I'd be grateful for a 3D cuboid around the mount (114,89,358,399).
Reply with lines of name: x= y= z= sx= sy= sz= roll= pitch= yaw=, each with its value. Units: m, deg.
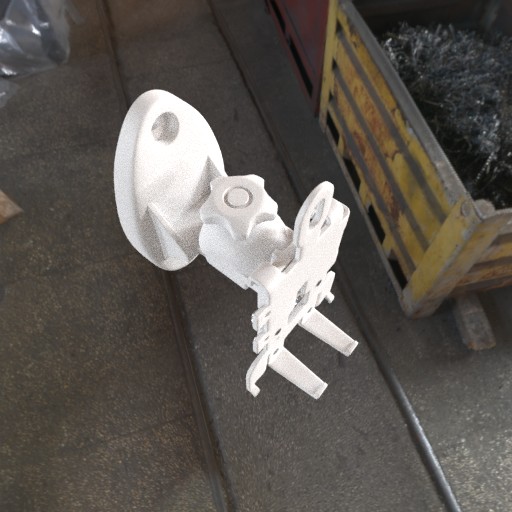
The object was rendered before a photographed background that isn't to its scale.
mount: x=0.000 y=0.000 z=0.180 sx=0.100 sy=0.118 sz=0.066 roll=35 pitch=65 yaw=19
